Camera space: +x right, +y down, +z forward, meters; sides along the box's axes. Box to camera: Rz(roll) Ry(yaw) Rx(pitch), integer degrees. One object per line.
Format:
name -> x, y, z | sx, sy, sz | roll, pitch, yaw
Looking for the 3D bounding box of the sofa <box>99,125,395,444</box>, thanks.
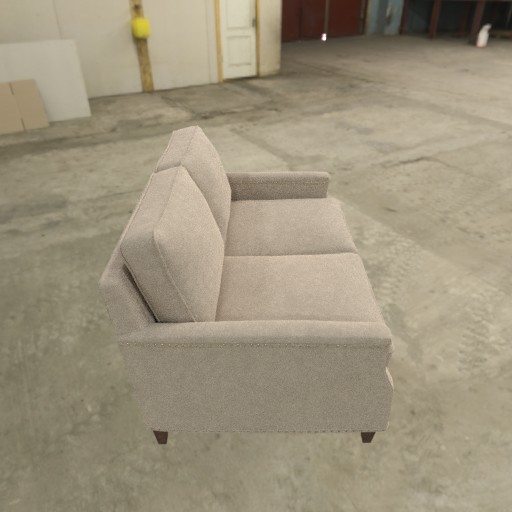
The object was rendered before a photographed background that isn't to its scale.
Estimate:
sofa -> 0.000, 0.000, 2.281 | 1.084, 1.002, 1.597 | 0, 32, 0
